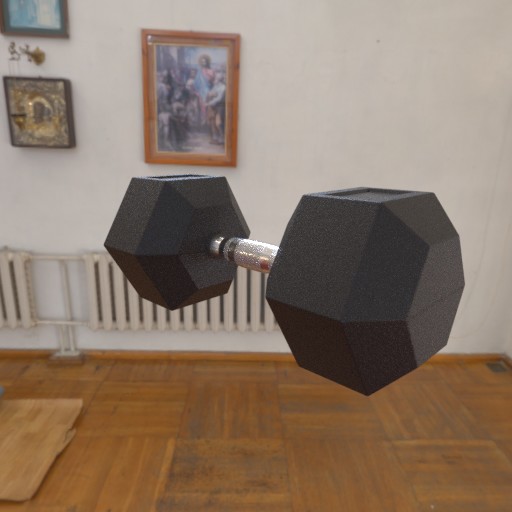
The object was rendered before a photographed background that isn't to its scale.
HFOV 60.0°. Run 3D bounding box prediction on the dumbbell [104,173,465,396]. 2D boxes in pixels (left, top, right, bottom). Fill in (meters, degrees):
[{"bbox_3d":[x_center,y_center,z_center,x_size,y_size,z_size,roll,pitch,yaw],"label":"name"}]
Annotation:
[{"bbox_3d":[0.000,0.000,0.326,0.271,0.106,0.122,14,20,43],"label":"dumbbell"}]
